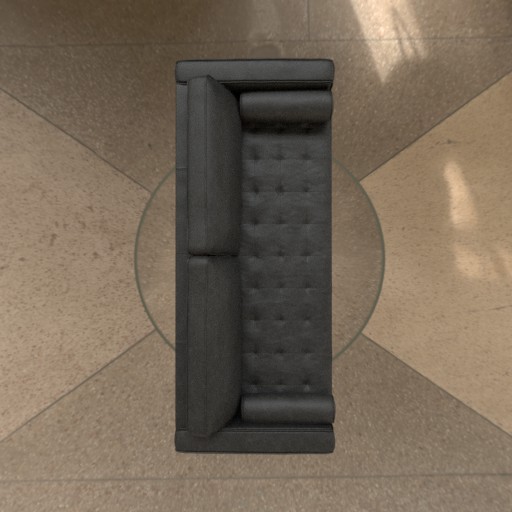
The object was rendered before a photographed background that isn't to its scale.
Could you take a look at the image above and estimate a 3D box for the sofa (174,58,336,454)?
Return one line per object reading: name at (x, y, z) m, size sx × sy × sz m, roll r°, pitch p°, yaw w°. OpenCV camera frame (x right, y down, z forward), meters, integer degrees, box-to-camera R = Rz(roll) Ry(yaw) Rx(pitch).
sofa at (0.000, 0.000, 2.624) m, size 0.914 × 0.762 × 2.210 m, roll 0°, pitch 90°, yaw 0°
